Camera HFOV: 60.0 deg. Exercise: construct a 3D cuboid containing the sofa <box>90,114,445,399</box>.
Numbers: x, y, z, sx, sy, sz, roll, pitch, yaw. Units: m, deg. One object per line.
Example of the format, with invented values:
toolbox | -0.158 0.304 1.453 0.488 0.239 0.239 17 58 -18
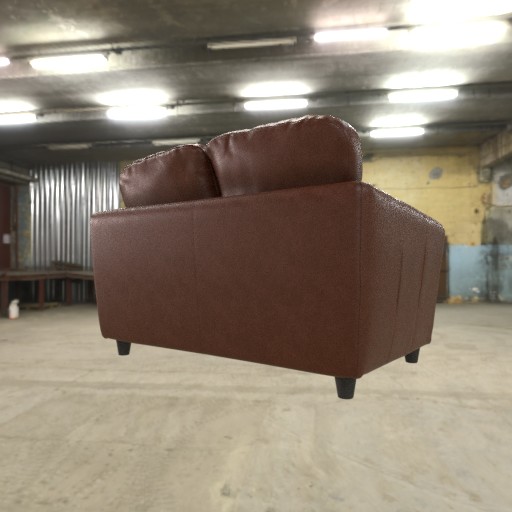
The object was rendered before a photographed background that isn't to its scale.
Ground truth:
sofa | 0.000 0.000 1.957 1.406 0.906 0.805 -1 -1 36
